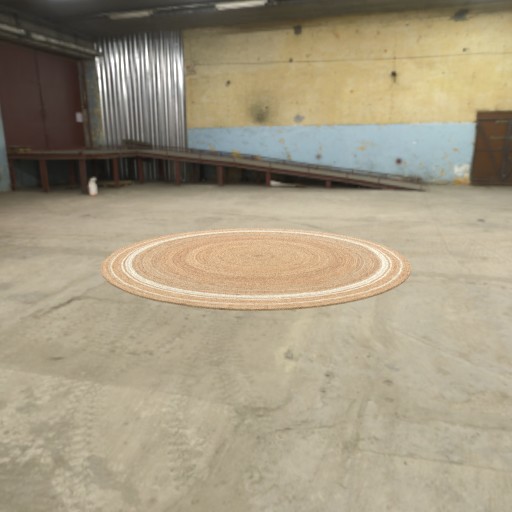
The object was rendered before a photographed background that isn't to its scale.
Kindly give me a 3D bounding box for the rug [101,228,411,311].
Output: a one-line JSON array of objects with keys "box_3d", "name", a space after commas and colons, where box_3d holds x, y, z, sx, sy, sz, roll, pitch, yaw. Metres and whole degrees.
[{"box_3d": [0.000, 0.000, 3.684, 2.444, 0.015, 2.444, 0, 14, 0], "name": "rug"}]
